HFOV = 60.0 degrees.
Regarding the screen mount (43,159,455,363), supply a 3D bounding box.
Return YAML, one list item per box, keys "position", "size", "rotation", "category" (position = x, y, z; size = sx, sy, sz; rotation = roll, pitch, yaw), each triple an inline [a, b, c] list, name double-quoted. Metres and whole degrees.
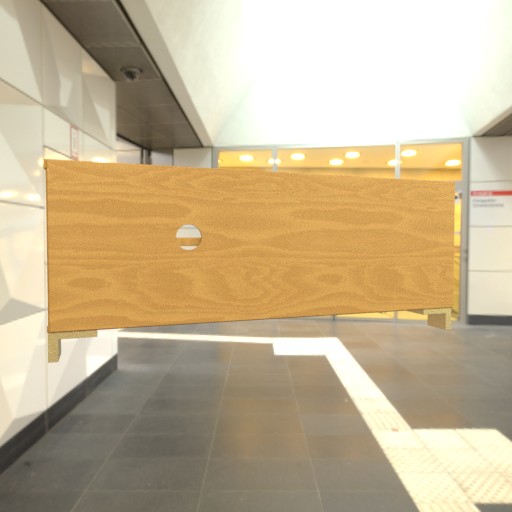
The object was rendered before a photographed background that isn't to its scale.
- position: [0.000, 0.000, 1.301]
  size: [1.084, 0.432, 0.406]
  rotation: [-1, 2, -19]
  category: "screen mount"
